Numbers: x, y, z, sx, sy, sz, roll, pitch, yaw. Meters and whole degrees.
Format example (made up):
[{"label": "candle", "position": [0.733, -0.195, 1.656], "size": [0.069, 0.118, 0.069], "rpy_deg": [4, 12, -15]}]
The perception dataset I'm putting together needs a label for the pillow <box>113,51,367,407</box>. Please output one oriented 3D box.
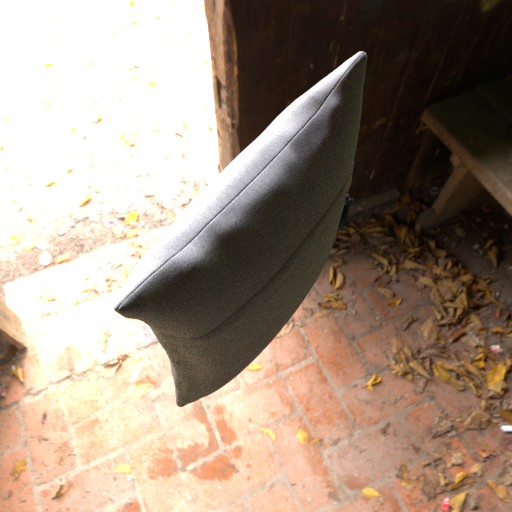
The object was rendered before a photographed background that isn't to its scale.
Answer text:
[{"label": "pillow", "position": [0.000, 0.000, 0.655], "size": [0.173, 0.436, 0.433], "rpy_deg": [32, 65, 17]}]
